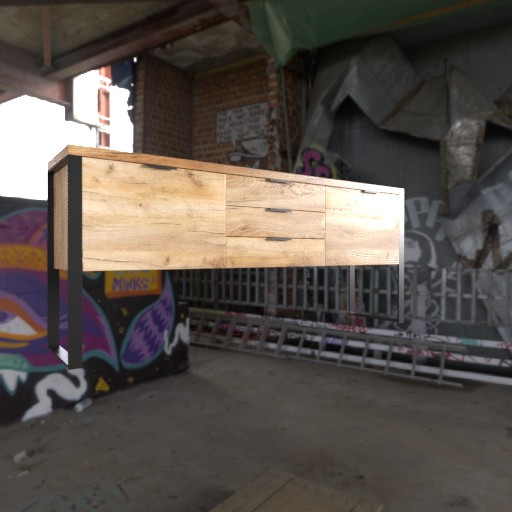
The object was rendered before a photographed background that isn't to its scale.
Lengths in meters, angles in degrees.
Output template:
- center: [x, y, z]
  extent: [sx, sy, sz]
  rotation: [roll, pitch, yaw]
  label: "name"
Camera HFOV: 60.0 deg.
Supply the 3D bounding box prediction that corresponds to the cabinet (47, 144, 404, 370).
- center: [0.000, 0.000, 2.159]
  extent: [1.800, 0.762, 0.395]
  rotation: [0, 0, -35]
  label: "cabinet"
